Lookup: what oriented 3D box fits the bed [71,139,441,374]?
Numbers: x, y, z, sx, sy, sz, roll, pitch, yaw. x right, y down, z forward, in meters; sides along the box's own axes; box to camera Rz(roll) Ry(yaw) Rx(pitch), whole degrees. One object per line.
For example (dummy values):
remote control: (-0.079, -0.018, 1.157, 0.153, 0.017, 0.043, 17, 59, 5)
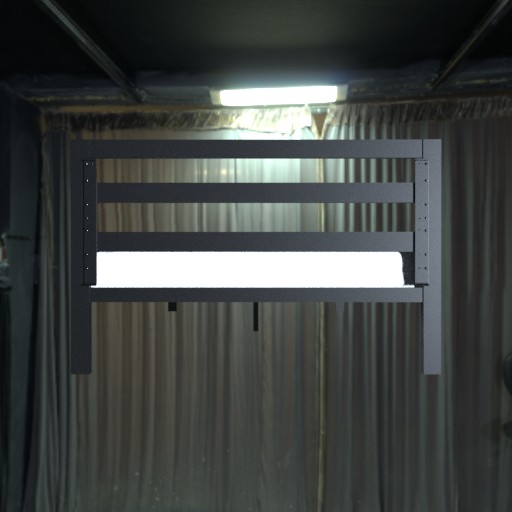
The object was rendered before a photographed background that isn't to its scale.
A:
bed: (0.000, 0.000, 2.840, 1.524, 0.967, 2.062, 0, 0, 0)
